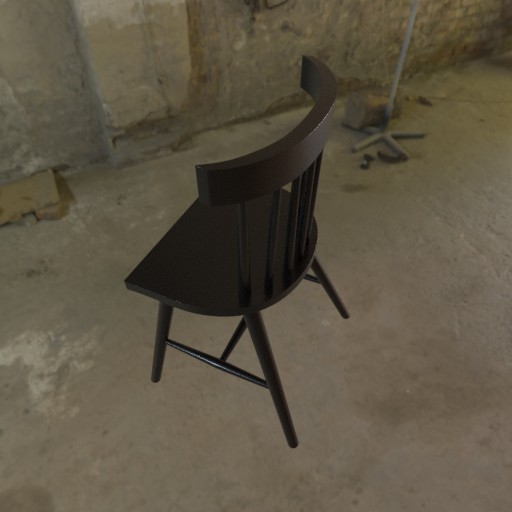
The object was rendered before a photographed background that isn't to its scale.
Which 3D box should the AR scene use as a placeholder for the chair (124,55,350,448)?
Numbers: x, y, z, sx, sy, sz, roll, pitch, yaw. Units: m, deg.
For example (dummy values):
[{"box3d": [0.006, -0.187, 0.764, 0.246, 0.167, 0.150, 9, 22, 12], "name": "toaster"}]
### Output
[{"box3d": [0.000, 0.000, 1.132, 0.483, 0.844, 0.506, 19, 49, 17], "name": "chair"}]
